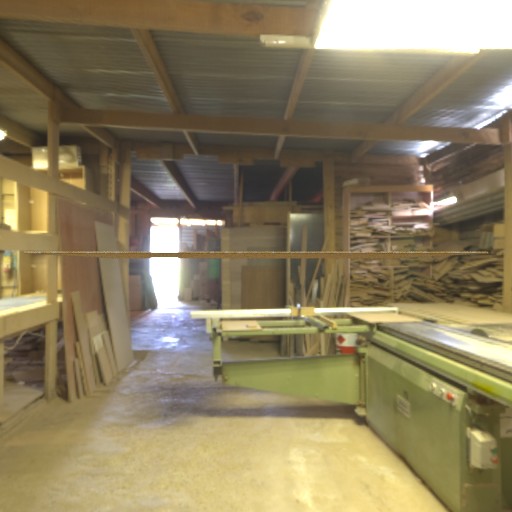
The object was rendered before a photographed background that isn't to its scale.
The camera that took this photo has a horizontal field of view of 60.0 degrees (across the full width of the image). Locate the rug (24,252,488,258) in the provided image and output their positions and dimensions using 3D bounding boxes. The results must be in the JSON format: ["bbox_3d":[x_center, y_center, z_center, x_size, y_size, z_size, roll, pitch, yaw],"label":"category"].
[{"bbox_3d":[0.000,0.000,3.055,2.424,0.010,1.511,0,-1,0],"label":"rug"}]
